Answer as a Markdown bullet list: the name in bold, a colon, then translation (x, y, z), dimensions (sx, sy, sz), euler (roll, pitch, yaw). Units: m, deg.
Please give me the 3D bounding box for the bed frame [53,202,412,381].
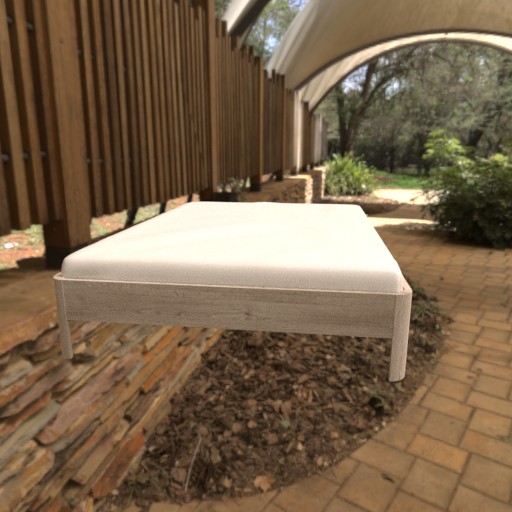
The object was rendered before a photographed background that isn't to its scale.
- **bed frame**: translation (0.000, 0.000, 2.664), dimensions (1.490, 0.462, 1.950), euler (2, 14, 8)
